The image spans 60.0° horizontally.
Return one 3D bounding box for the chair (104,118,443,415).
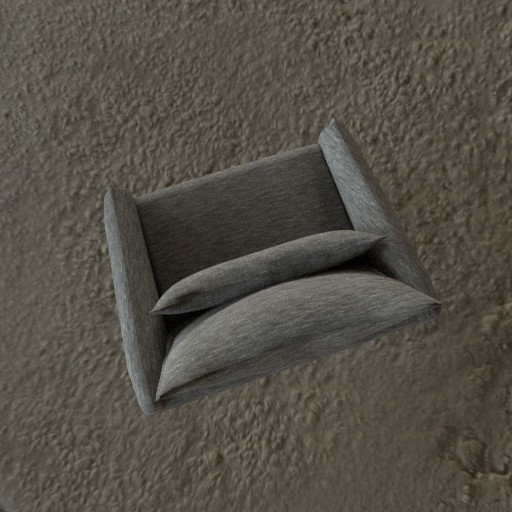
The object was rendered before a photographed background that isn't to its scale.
[{"bbox_3d":[0.000,0.000,1.598,1.004,0.842,0.805,-18,77,-4],"label":"chair"}]
